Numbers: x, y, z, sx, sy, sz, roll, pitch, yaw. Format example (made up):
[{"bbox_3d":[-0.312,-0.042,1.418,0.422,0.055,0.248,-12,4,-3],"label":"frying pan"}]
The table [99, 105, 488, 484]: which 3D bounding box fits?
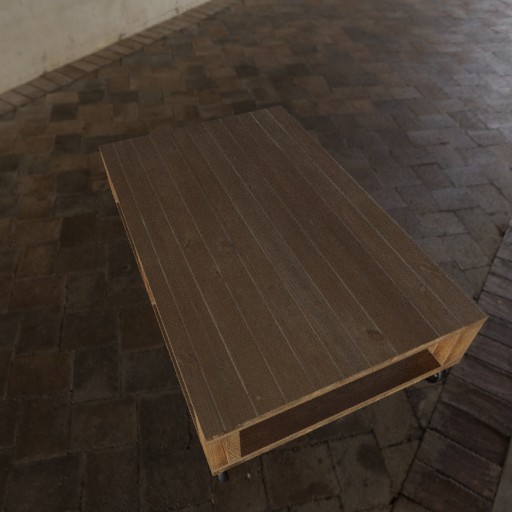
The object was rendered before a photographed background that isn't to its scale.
[{"bbox_3d":[0.000,0.000,1.665,0.827,0.413,1.299,-18,49,-16],"label":"table"}]
